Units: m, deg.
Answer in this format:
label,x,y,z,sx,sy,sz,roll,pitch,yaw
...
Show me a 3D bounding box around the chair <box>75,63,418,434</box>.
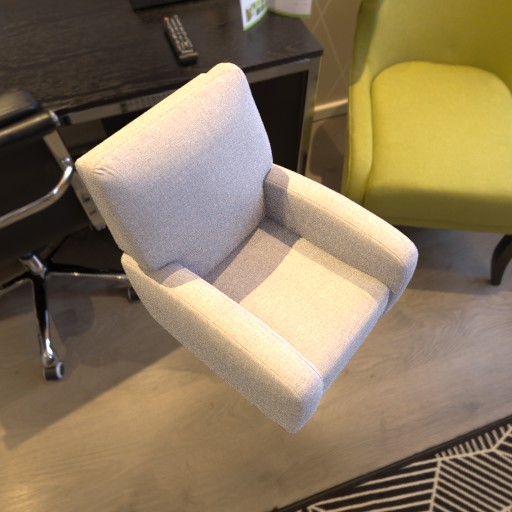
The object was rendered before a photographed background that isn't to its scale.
label,x,y,z,sx,sy,sz,roll,pitch,yaw
chair,0.000,0.000,1.665,0.990,0.990,0.762,35,64,20
